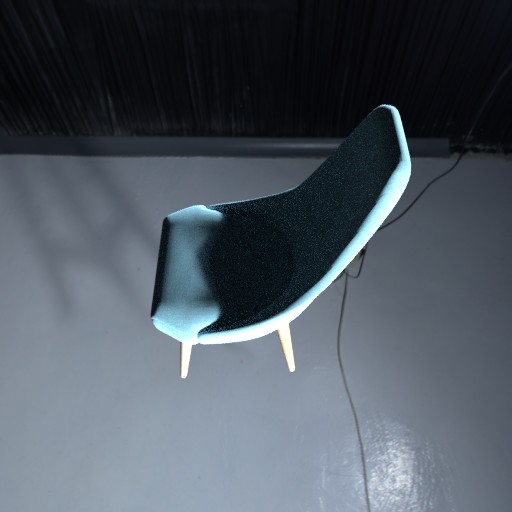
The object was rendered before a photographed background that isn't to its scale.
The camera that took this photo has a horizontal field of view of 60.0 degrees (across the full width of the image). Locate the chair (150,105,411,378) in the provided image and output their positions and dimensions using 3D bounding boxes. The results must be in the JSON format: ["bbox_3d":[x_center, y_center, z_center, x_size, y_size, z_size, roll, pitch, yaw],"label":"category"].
[{"bbox_3d":[0.000,0.000,1.418,0.660,1.040,0.510,0,59,0],"label":"chair"}]
